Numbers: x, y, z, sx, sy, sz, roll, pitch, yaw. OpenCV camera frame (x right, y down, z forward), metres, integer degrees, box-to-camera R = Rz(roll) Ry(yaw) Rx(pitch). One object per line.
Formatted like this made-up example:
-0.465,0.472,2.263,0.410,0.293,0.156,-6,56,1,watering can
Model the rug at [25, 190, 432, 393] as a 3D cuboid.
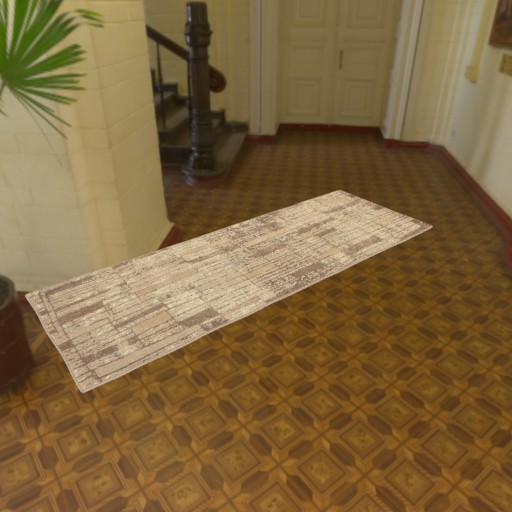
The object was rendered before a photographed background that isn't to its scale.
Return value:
0.000,0.000,2.644,2.383,0.018,0.857,-21,36,-32,rug
